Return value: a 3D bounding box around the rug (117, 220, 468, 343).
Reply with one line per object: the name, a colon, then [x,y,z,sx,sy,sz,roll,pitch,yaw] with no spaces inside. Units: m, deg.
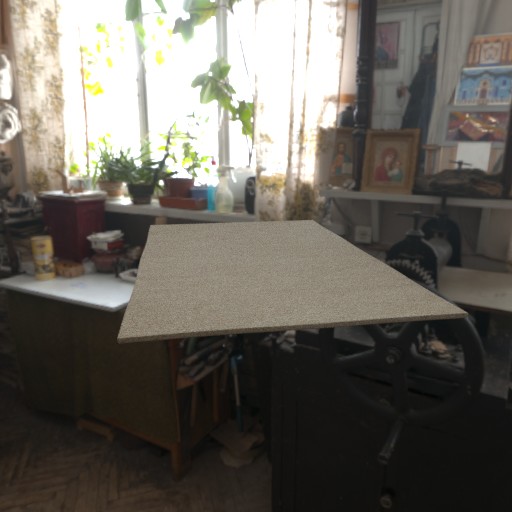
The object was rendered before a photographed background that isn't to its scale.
rug: [0.000,0.000,2.956,1.500,0.025,2.346,-3,15,-10]
